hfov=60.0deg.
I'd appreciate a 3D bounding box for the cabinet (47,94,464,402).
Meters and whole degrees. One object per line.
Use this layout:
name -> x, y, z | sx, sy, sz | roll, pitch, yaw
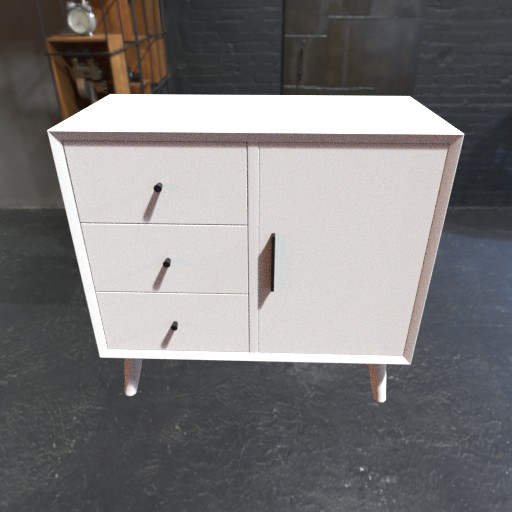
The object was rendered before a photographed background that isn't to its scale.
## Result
cabinet -> 0.000, 0.000, 1.200 | 0.800, 0.761, 0.398 | 1, 30, 2
